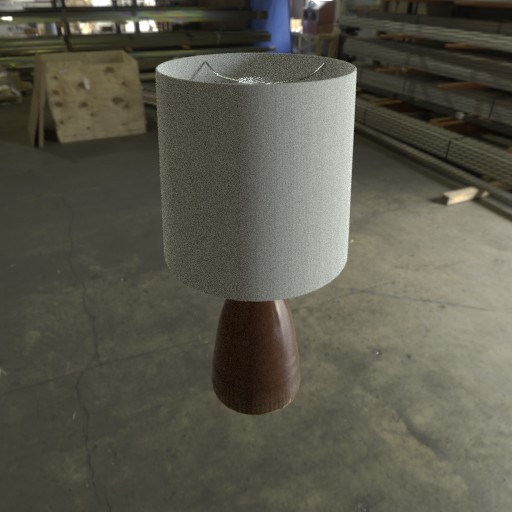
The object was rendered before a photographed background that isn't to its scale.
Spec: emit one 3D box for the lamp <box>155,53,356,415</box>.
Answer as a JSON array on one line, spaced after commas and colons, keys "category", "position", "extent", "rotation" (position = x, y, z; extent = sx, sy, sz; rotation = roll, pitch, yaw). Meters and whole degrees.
[{"category": "lamp", "position": [0.000, 0.000, 0.463], "extent": [0.186, 0.369, 0.186], "rotation": [0, 31, 0]}]
